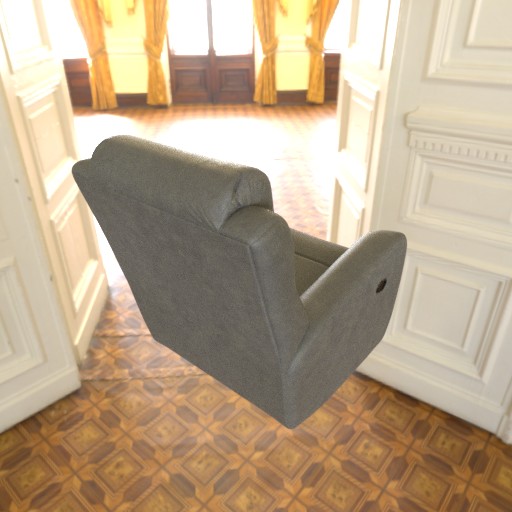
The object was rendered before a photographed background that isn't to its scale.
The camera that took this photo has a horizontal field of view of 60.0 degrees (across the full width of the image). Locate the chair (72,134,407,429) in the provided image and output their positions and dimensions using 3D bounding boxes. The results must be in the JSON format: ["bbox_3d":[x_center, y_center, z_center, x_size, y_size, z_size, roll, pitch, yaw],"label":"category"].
[{"bbox_3d":[0.000,0.000,1.909,0.965,1.116,1.068,23,37,34],"label":"chair"}]
